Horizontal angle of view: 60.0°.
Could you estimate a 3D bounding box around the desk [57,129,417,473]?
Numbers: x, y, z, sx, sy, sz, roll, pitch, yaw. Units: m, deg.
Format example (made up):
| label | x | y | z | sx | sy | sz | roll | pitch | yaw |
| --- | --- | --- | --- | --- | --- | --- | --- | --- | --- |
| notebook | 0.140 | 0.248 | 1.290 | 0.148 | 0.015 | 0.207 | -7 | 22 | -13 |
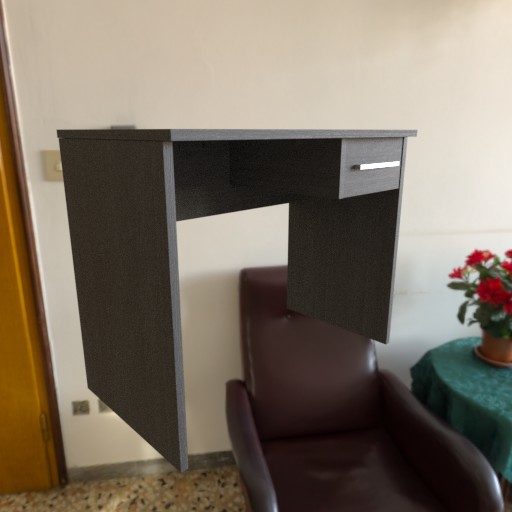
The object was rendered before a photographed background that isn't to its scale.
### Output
| label | x | y | z | sx | sy | sz | roll | pitch | yaw |
| --- | --- | --- | --- | --- | --- | --- | --- | --- | --- |
| desk | 0.000 | 0.000 | 1.322 | 0.893 | 0.724 | 0.498 | -15 | 22 | -42 |
